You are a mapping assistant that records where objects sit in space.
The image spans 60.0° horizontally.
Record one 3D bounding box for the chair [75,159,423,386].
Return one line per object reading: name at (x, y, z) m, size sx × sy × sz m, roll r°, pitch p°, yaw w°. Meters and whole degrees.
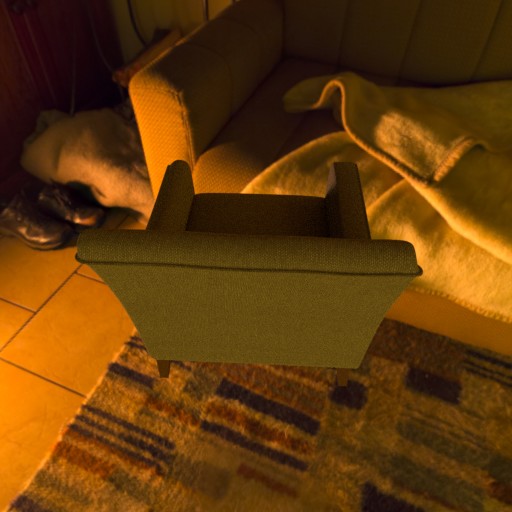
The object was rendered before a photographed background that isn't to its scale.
chair at (0.000, 0.000, 1.578) m, size 0.780 × 0.919 × 0.899 m, roll 2°, pitch 46°, yaw 2°
